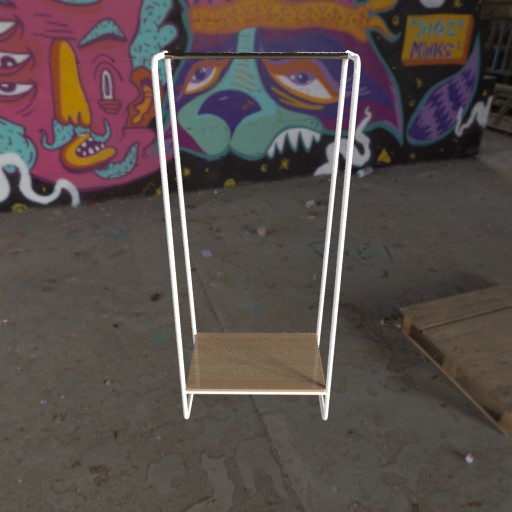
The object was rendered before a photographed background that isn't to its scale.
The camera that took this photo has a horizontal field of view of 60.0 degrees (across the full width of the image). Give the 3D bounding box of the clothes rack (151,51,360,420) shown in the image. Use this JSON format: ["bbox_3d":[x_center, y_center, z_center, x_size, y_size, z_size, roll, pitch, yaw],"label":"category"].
[{"bbox_3d":[0.000,0.000,1.793,0.640,1.500,0.400,0,29,1],"label":"clothes rack"}]
